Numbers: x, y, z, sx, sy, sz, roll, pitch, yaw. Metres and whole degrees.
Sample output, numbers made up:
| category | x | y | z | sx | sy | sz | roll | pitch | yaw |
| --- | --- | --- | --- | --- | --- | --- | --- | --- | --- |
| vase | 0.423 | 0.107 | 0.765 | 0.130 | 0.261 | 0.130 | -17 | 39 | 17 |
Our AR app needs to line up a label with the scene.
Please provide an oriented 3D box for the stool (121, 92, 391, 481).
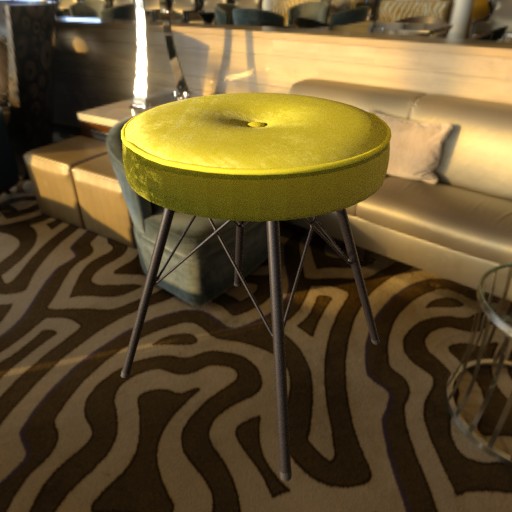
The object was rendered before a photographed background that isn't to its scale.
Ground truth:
| category | x | y | z | sx | sy | sz | roll | pitch | yaw |
| --- | --- | --- | --- | --- | --- | --- | --- | --- | --- |
| stool | 0.000 | 0.000 | 0.809 | 0.409 | 0.508 | 0.409 | 20 | 37 | 29 |
